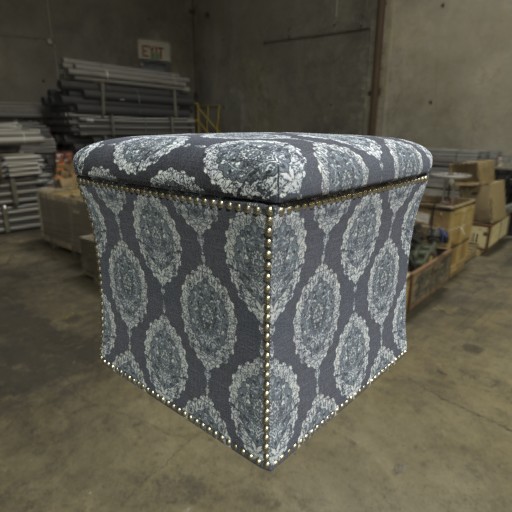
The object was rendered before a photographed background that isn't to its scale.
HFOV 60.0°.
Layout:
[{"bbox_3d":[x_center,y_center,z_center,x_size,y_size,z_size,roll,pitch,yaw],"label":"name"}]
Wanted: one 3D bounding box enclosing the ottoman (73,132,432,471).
[{"bbox_3d":[0.000,0.000,0.885,0.507,0.475,0.497,14,22,40],"label":"ottoman"}]
